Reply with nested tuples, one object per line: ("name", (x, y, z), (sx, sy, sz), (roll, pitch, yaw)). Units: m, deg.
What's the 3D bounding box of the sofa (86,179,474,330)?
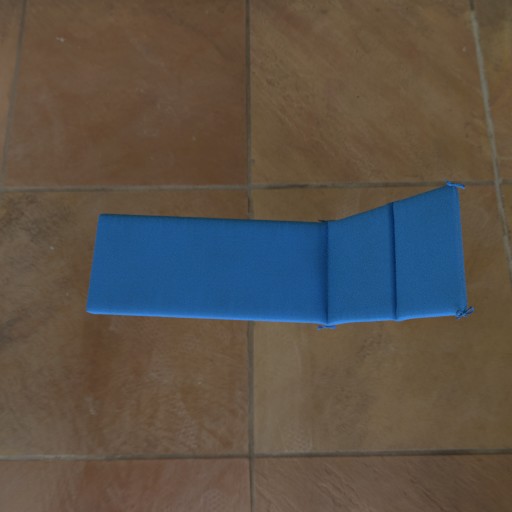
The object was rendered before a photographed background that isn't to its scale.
("sofa", (0.000, 0.000, 1.995), (1.663, 0.622, 0.582), (2, 76, 1))
